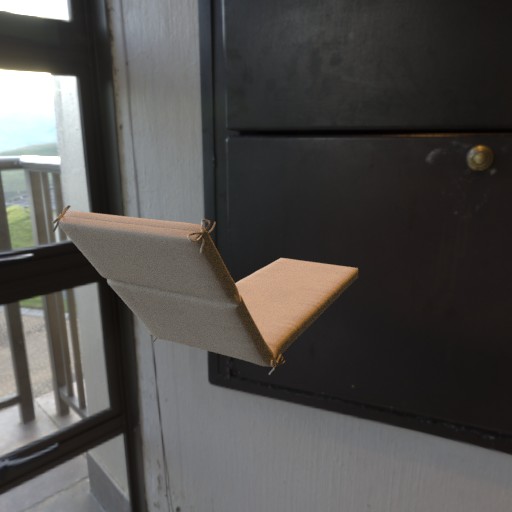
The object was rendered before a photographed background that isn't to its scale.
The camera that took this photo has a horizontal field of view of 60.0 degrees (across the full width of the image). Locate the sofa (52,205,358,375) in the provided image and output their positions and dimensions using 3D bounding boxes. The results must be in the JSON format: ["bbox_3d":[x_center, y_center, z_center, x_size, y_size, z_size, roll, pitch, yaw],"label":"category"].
[{"bbox_3d":[0.000,0.000,1.983,0.582,0.622,1.663,8,17,27],"label":"sofa"}]
